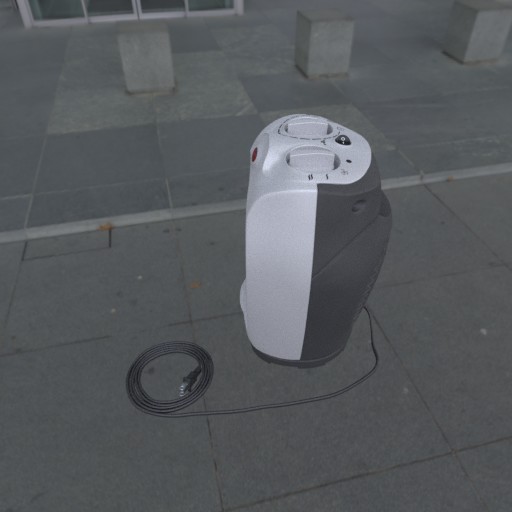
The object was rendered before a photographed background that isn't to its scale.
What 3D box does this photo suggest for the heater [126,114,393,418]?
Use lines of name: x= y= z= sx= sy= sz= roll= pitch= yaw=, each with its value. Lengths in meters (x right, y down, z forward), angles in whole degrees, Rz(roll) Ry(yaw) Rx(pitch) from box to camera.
heater: x=0.000 y=0.000 z=0.474 sx=0.291 sy=0.255 sz=0.239 roll=1 pitch=41 yaw=1
